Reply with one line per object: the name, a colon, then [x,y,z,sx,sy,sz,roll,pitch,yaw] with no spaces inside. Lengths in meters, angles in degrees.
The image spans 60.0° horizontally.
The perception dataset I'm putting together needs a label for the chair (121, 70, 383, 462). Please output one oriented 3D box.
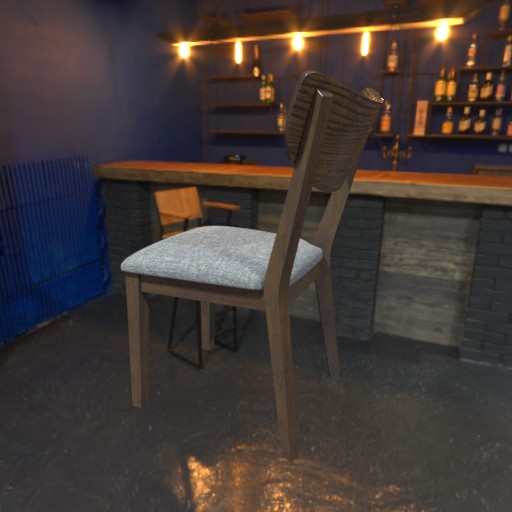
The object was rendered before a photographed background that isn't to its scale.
chair: [0.000,0.000,1.171,0.583,0.849,0.491,8,19,25]
